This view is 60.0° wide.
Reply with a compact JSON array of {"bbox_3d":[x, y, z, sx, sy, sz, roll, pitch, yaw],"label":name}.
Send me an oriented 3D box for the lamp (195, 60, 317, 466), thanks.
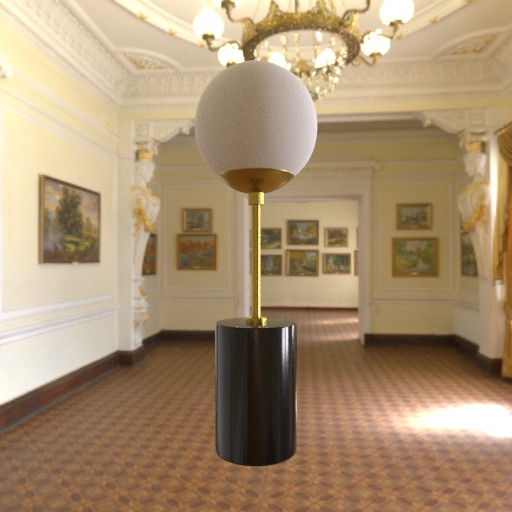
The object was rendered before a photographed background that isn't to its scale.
[{"bbox_3d":[0.000,0.000,0.557,0.153,0.480,0.153,0,-1,0],"label":"lamp"}]
